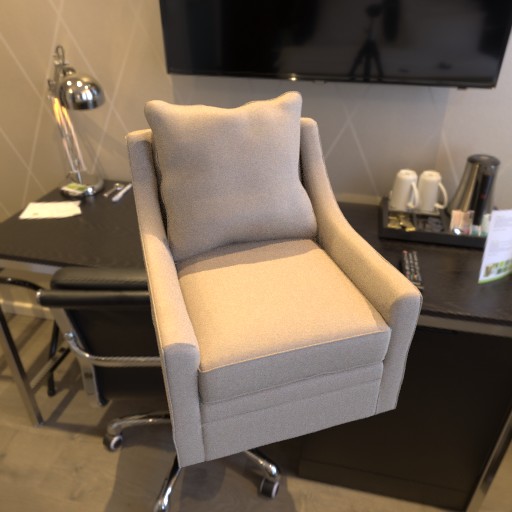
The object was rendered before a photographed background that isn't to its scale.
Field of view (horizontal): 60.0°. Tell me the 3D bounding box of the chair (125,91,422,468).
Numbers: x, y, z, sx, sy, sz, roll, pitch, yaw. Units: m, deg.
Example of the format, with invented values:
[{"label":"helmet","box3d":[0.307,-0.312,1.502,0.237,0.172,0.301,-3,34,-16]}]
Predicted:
[{"label":"chair","box3d":[0.000,0.000,1.554,0.760,0.942,0.876,-9,32,-15]}]
